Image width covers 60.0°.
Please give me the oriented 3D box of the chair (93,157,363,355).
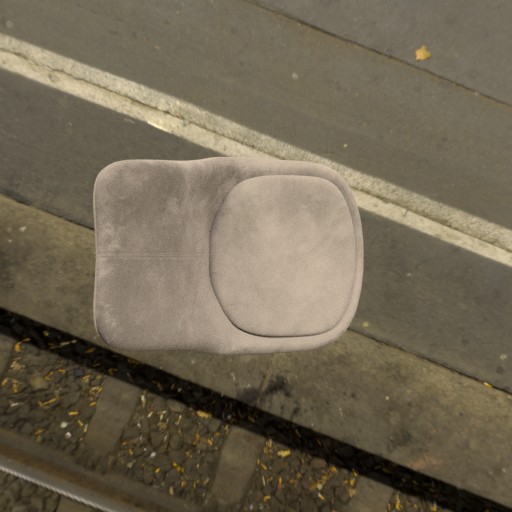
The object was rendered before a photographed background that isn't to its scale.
[{"bbox_3d":[0.000,0.000,1.163,0.550,0.850,0.485,0,90,1],"label":"chair"}]
